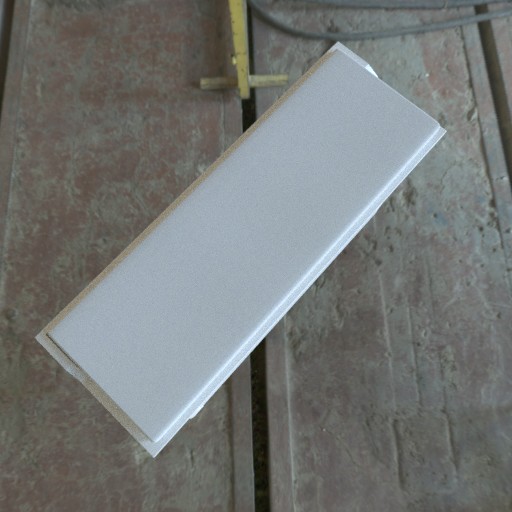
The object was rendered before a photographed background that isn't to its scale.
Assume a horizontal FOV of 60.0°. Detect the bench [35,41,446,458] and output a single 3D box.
[{"bbox_3d":[0.000,0.000,1.246,0.346,0.589,0.987,41,79,10],"label":"bench"}]
